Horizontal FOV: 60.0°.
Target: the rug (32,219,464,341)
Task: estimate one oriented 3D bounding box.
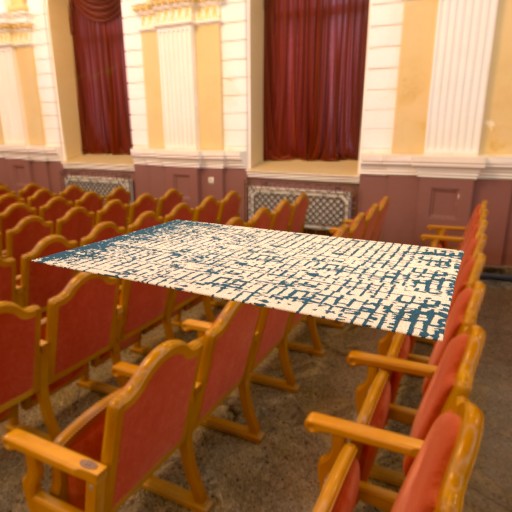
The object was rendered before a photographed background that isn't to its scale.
[{"bbox_3d":[0.000,0.000,2.930,2.435,0.011,1.517,8,18,26],"label":"rug"}]
